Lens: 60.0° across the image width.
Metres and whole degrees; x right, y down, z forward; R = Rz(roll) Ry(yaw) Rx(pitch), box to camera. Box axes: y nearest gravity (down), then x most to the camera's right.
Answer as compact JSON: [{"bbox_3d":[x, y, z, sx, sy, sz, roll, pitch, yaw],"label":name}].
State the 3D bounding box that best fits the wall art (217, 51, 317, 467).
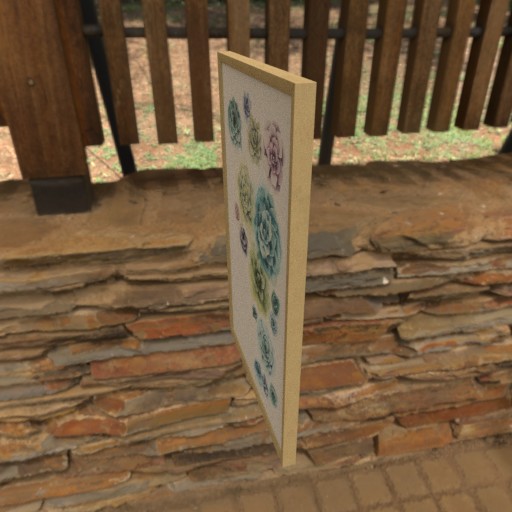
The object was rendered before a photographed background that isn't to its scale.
[{"bbox_3d":[0.000,0.000,1.008,0.039,0.810,0.510,-8,30,-14],"label":"wall art"}]
